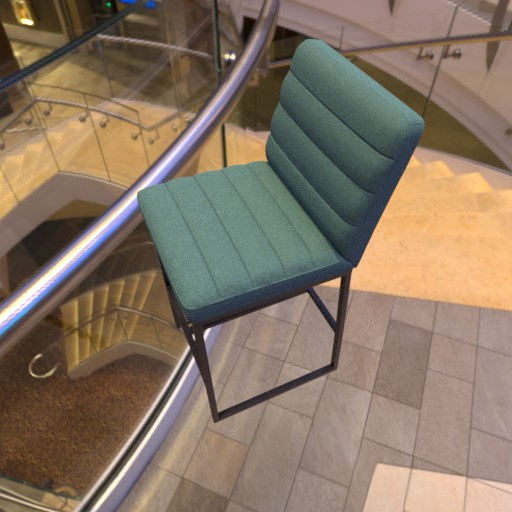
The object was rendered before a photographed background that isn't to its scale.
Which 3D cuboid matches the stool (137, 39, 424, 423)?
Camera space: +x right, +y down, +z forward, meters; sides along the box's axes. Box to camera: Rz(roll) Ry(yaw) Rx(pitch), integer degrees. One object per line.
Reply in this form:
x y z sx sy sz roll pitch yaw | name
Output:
0.000 0.000 1.329 0.560 1.040 0.460 -19 51 -16 | stool
